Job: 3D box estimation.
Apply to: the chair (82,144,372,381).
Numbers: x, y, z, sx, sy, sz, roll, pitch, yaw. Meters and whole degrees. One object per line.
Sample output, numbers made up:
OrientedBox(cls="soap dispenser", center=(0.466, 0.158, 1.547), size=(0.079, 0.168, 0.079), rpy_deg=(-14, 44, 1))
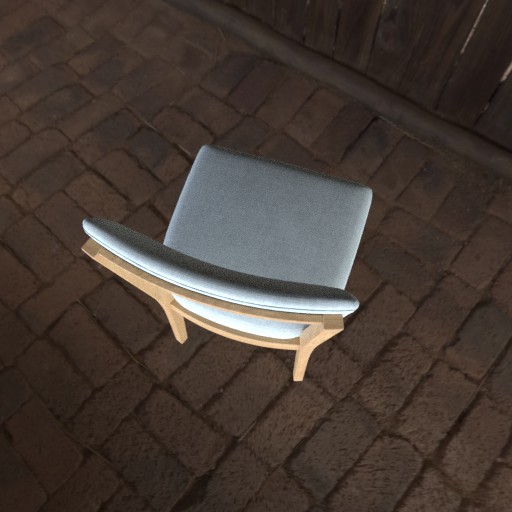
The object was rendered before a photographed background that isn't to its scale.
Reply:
OrientedBox(cls="chair", center=(0.000, 0.000, 1.179), size=(0.508, 0.832, 0.572), rpy_deg=(16, 65, 8))
